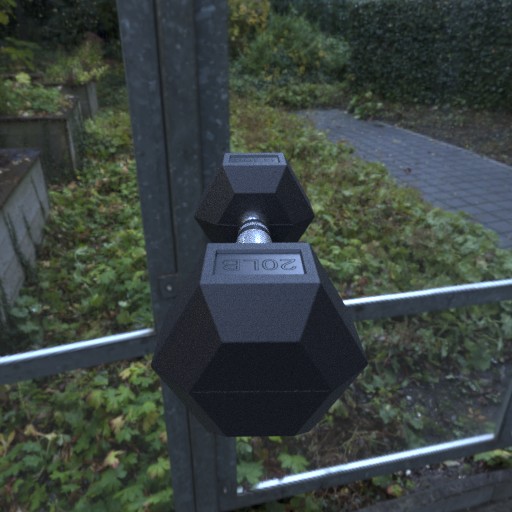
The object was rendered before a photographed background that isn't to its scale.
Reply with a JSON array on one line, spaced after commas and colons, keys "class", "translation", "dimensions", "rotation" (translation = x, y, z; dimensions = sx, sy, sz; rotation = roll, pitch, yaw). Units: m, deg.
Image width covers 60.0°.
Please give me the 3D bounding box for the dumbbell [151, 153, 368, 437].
[{"class": "dumbbell", "translation": [0.000, 0.000, 0.320], "dimensions": [0.106, 0.092, 0.272], "rotation": [0, 27, -1]}]
